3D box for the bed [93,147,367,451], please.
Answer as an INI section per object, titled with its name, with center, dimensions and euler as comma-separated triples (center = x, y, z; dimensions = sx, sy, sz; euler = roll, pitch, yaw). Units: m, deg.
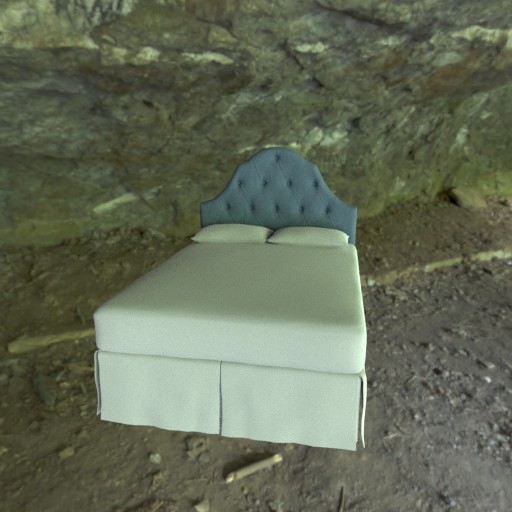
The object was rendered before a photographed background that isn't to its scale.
[bed]
center = 0.000, 0.000, 3.349
dimensions = 1.636, 1.575, 2.155
euler = 3, 15, 10
